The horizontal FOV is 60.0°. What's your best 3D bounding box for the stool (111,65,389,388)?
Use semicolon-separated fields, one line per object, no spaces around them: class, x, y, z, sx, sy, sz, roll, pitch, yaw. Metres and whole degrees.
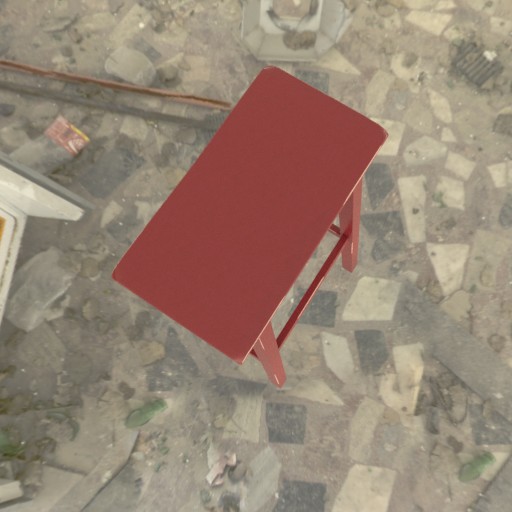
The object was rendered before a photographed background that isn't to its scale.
stool;0.000;0.000;1.053;0.476;0.737;0.457;32;78;7
